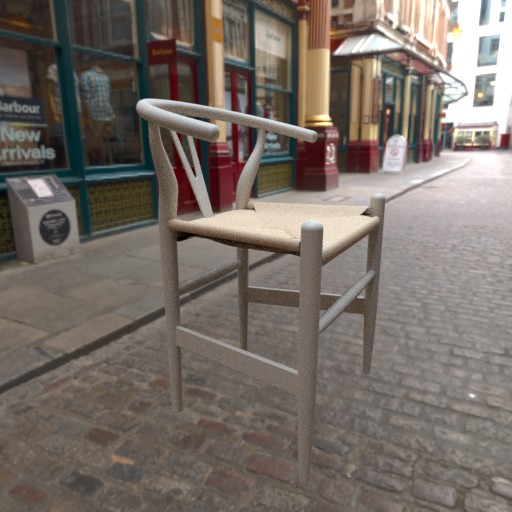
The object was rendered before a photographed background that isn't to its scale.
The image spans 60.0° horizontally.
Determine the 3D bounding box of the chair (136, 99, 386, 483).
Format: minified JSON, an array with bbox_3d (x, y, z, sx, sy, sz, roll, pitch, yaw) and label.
[{"bbox_3d":[0.000,0.000,1.078,0.500,0.736,0.533,7,16,27],"label":"chair"}]
